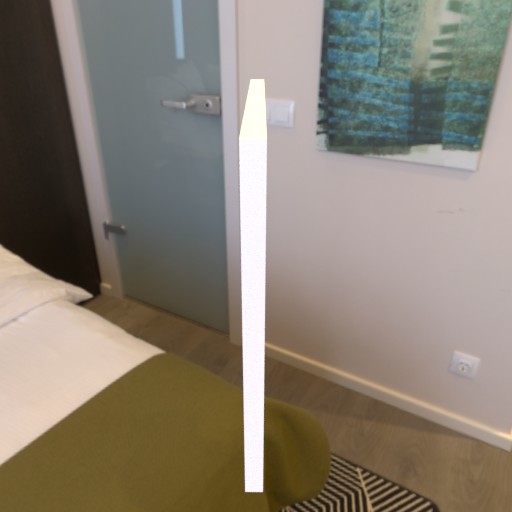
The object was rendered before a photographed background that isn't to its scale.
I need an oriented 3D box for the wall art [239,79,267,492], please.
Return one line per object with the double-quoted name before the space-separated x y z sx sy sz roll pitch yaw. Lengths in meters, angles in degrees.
"wall art" 0.000 0.000 0.827 0.028 0.559 0.559 0 28 1
